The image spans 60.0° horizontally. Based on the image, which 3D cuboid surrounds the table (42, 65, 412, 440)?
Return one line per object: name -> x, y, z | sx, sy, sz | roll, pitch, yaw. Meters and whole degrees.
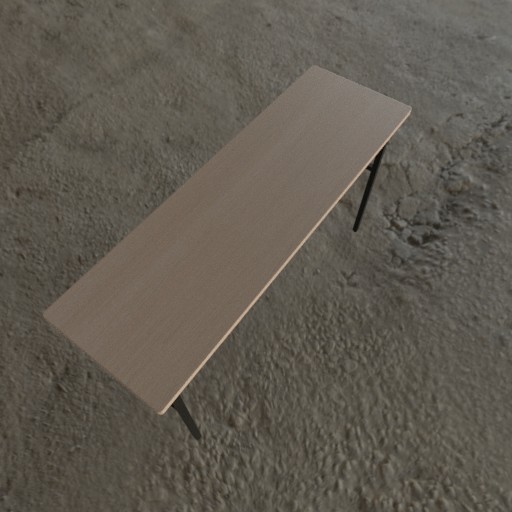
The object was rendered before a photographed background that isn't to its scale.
table -> 0.000, 0.000, 1.768 | 0.447, 0.750, 1.397 | 32, 63, 19
